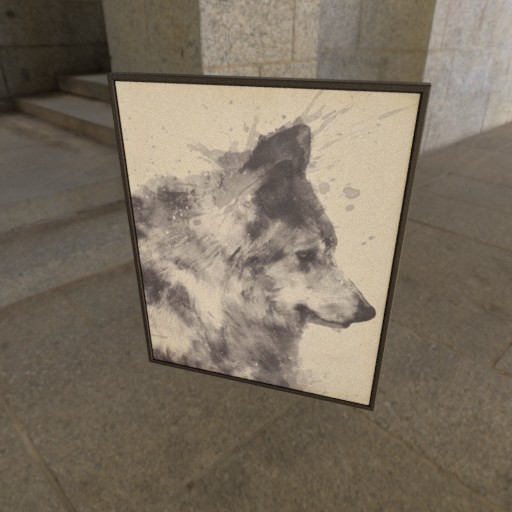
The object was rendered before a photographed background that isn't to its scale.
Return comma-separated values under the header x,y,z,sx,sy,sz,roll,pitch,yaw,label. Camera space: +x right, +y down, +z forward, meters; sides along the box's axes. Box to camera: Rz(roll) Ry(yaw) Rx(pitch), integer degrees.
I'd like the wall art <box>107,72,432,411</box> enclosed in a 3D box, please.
x,y,z,sx,sy,sz,roll,pitch,yaw,label
0.000,0.000,0.734,0.451,0.551,0.028,8,29,15,wall art
